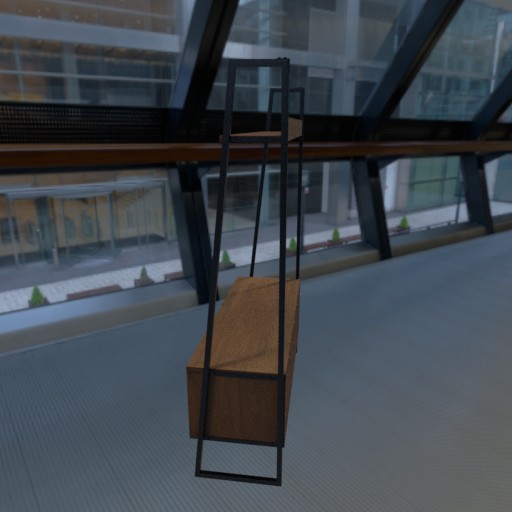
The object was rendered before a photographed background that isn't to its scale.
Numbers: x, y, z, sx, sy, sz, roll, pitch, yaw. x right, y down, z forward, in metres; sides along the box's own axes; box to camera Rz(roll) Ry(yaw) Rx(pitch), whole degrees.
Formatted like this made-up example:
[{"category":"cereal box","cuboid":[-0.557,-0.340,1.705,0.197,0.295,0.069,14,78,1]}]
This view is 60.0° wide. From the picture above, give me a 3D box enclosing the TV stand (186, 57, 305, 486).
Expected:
[{"category":"TV stand","cuboid":[0.000,0.000,2.357,0.432,1.772,1.250,2,17,8]}]
